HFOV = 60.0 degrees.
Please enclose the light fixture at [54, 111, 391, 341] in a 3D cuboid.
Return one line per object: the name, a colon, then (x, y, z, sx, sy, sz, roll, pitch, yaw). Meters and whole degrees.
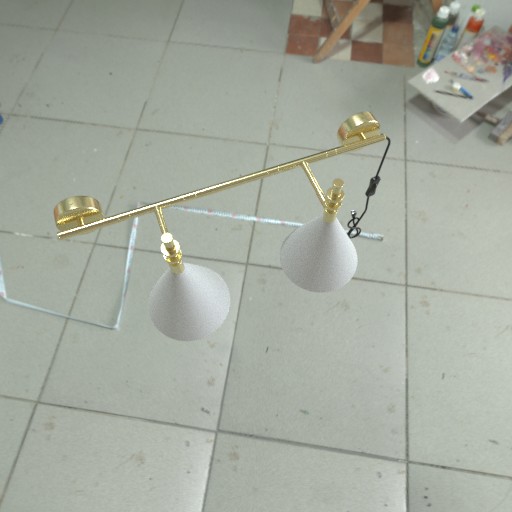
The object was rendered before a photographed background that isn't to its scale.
light fixture: (0.000, 0.000, 0.887, 0.642, 0.468, 0.239, -19, 64, -9)
